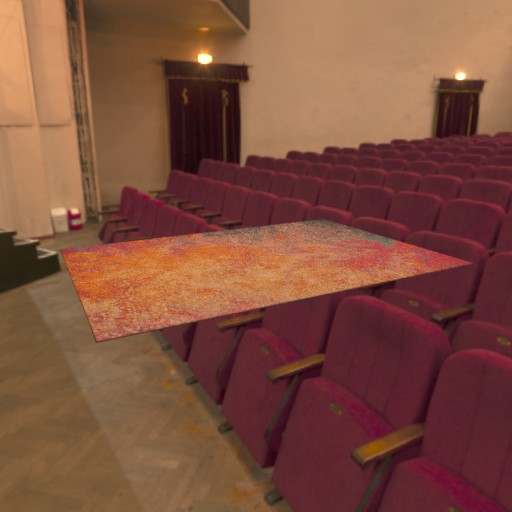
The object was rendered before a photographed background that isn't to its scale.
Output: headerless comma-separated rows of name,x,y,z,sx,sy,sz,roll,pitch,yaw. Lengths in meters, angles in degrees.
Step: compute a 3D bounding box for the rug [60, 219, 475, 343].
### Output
rug,0.000,0.000,3.742,2.896,0.013,2.007,-8,18,-27
